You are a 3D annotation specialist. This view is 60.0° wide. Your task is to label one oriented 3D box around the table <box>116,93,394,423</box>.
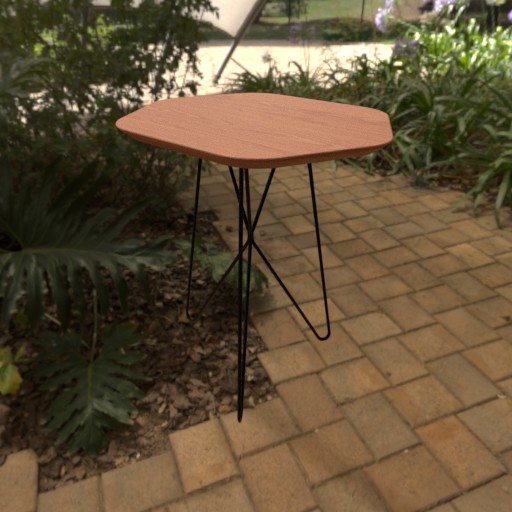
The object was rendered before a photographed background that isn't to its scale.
[{"bbox_3d":[0.000,0.000,0.916,0.500,0.562,0.400,22,37,34],"label":"table"}]
